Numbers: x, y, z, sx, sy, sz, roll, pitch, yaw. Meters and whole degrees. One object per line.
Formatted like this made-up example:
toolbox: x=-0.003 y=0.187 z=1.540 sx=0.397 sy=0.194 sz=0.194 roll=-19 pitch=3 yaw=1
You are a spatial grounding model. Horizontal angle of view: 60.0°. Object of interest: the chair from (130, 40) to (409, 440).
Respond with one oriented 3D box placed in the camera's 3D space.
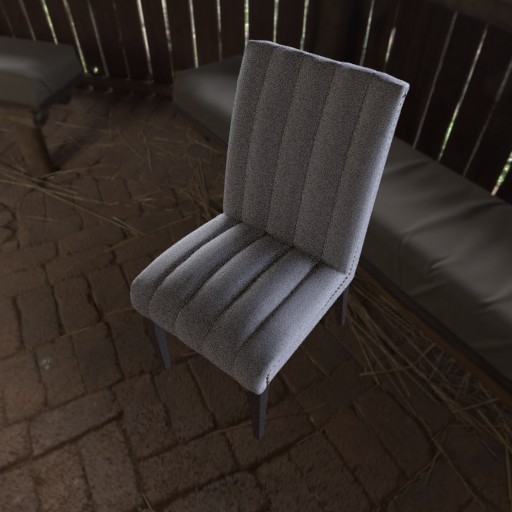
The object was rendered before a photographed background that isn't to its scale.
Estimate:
chair: x=0.000 y=0.000 z=1.361 sx=0.511 sy=1.016 sz=0.647 roll=28 pitch=52 yaw=25
